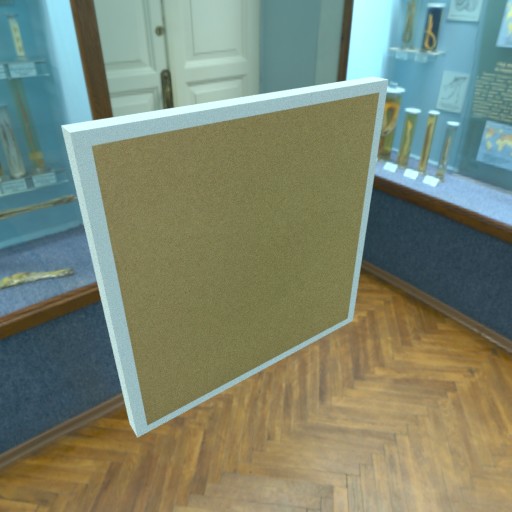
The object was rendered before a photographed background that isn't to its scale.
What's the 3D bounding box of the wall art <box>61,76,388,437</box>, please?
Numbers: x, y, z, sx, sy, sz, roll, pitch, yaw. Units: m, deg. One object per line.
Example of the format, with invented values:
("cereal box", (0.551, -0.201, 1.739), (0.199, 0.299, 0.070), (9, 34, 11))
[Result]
("wall art", (0.000, 0.000, 0.447), (0.307, 0.307, 0.020), (-21, 37, -30))
